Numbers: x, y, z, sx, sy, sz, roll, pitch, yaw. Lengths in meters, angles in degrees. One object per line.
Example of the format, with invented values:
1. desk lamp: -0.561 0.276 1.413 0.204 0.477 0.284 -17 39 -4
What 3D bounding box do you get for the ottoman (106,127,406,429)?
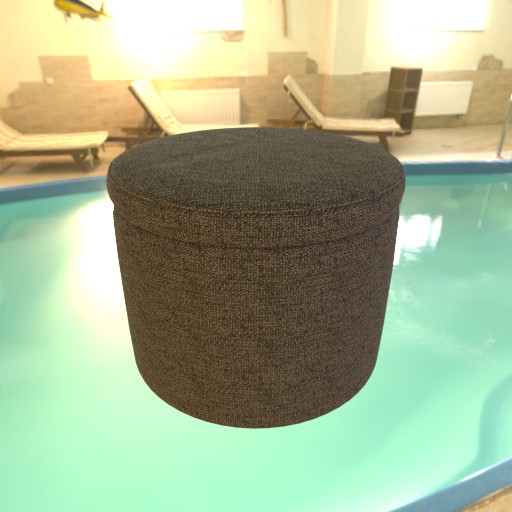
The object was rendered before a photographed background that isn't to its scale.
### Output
1. ottoman: 0.000 0.000 0.880 0.520 0.430 0.520 0 27 0
